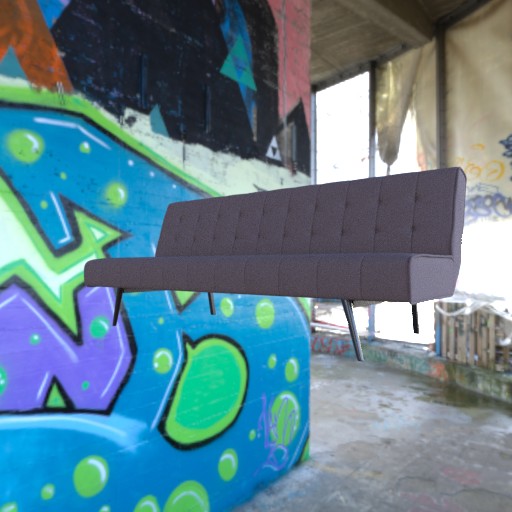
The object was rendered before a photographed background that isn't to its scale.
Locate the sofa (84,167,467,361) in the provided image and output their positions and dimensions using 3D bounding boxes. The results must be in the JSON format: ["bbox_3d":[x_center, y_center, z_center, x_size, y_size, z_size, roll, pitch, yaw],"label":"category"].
[{"bbox_3d":[0.000,0.000,2.088,1.703,0.699,0.747,-1,-1,38],"label":"sofa"}]
